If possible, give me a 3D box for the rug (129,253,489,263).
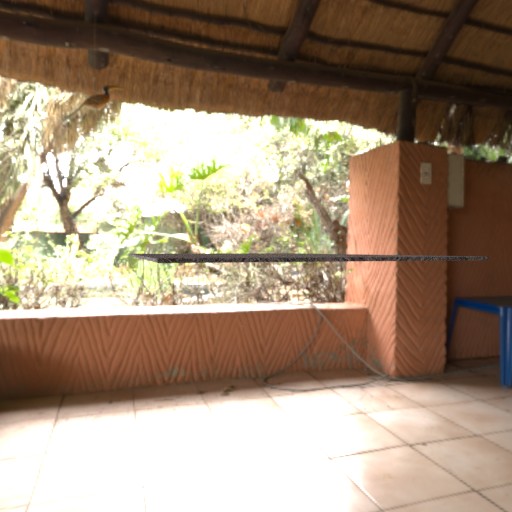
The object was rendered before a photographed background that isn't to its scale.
[{"bbox_3d":[0.000,0.000,2.893,1.501,0.017,2.298,0,1,-18],"label":"rug"}]
